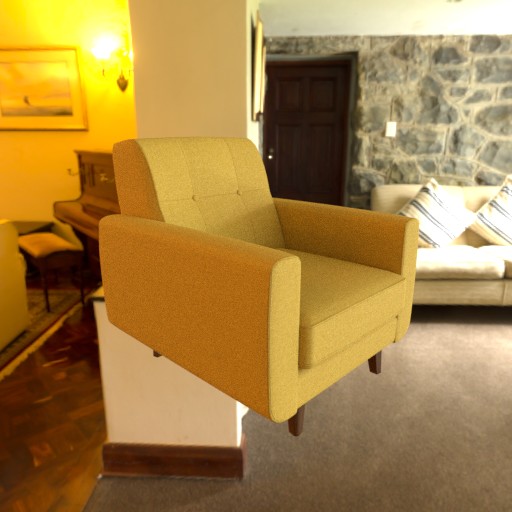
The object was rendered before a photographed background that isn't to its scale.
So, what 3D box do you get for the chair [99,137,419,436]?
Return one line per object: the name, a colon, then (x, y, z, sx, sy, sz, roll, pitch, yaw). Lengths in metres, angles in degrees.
chair: (0.000, 0.000, 1.619, 0.909, 0.841, 0.831, 14, 20, 41)
